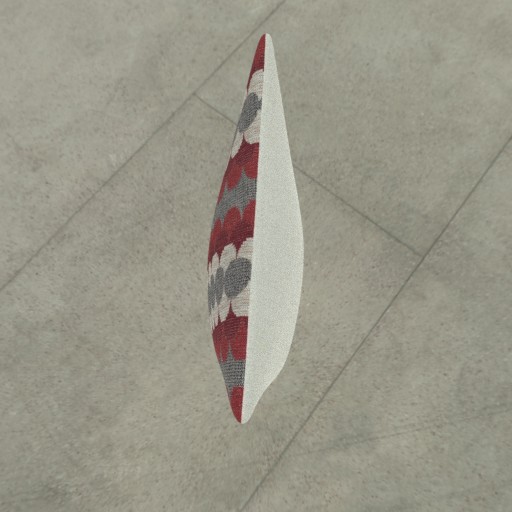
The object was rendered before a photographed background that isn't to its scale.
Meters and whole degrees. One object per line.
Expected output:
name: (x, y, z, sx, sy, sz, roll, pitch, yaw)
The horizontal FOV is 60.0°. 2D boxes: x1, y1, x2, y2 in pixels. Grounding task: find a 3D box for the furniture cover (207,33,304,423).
furniture cover: (0.000, 0.000, 0.652, 0.145, 0.420, 0.435, 3, 74, 1)
